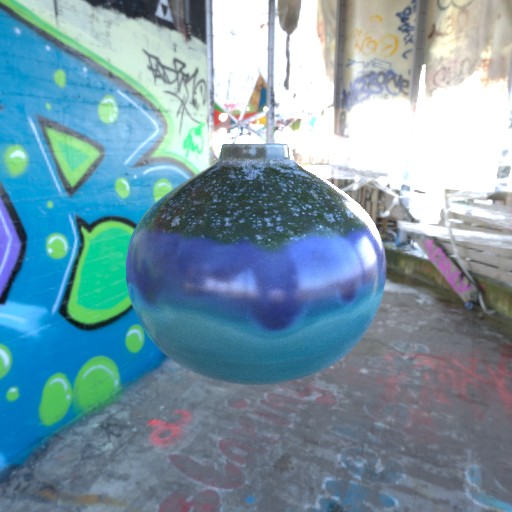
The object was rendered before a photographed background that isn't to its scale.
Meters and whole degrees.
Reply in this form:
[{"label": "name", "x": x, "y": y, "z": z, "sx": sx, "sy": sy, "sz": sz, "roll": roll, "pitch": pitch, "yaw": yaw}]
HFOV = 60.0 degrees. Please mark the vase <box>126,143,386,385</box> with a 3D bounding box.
[{"label": "vase", "x": 0.000, "y": 0.000, "z": 0.270, "sx": 0.154, "sy": 0.133, "sz": 0.154, "roll": 0, "pitch": 14, "yaw": 0}]
